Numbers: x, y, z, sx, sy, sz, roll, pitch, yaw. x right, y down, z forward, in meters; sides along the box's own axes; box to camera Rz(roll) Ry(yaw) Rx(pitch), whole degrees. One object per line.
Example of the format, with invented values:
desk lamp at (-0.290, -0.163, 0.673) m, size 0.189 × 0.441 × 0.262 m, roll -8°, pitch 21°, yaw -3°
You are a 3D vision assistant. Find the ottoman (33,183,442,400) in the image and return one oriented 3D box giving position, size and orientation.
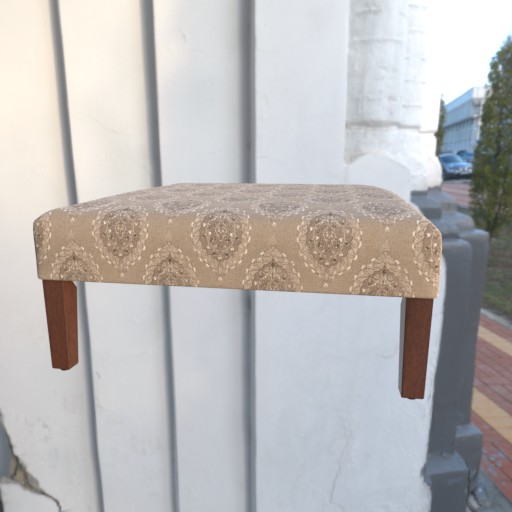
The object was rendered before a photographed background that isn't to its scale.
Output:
ottoman at (0.000, 0.000, 1.386) m, size 0.889 × 0.411 × 0.890 m, roll 2°, pitch 13°, yaw 9°
